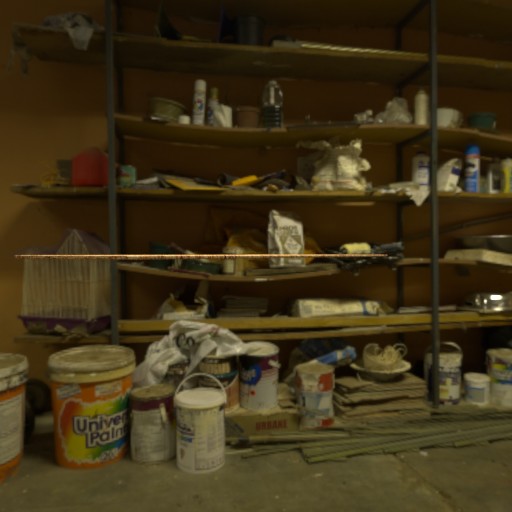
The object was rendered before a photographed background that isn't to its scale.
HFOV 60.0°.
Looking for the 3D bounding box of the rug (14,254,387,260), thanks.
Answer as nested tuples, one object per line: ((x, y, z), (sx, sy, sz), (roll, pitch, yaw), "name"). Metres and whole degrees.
((0.000, 0.000, 2.411), (0.680, 0.014, 2.237), (0, 0, 36), "rug")
